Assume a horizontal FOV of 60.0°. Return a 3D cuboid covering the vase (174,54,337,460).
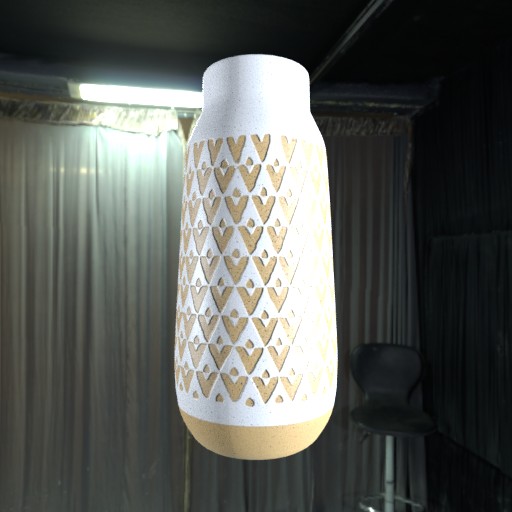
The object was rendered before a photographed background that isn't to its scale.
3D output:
[{"bbox_3d":[0.000,0.000,0.380,0.137,0.307,0.137,0,0,0],"label":"vase"}]
